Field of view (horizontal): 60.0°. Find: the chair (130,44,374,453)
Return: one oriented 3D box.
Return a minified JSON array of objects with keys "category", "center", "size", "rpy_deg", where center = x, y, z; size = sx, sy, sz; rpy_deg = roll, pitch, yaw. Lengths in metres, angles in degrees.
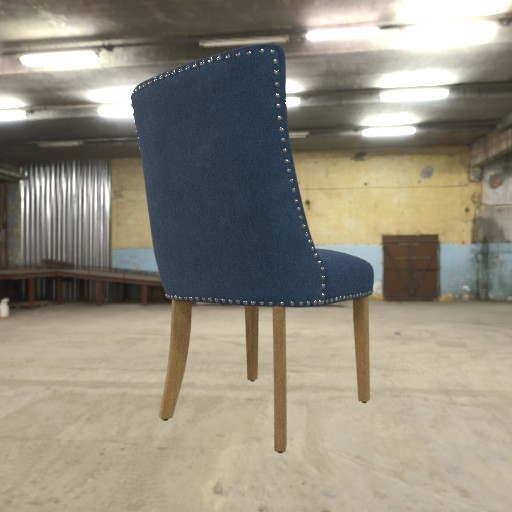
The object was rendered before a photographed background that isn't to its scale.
[{"category":"chair","center":[0.000,0.000,1.265],"size":[0.495,0.902,0.610],"rpy_deg":[-1,-1,35]}]
